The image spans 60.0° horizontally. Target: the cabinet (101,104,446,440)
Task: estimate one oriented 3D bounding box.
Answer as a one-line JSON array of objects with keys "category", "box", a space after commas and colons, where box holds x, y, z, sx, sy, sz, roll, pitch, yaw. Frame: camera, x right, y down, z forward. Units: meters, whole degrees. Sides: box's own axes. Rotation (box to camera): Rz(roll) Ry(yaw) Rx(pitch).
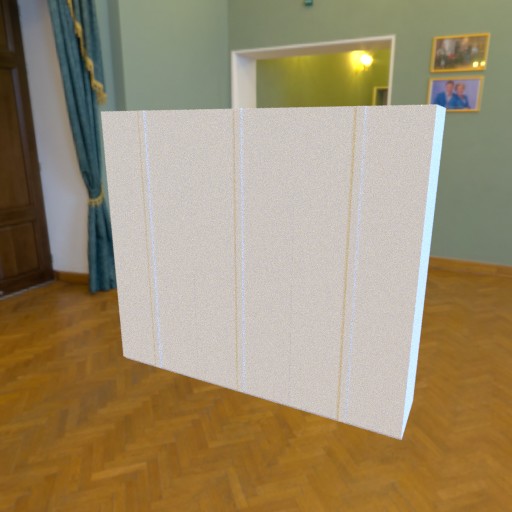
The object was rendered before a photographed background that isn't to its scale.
[{"category": "cabinet", "box": [0.000, 0.000, 3.786, 2.700, 2.370, 0.590, 8, 18, 26]}]
